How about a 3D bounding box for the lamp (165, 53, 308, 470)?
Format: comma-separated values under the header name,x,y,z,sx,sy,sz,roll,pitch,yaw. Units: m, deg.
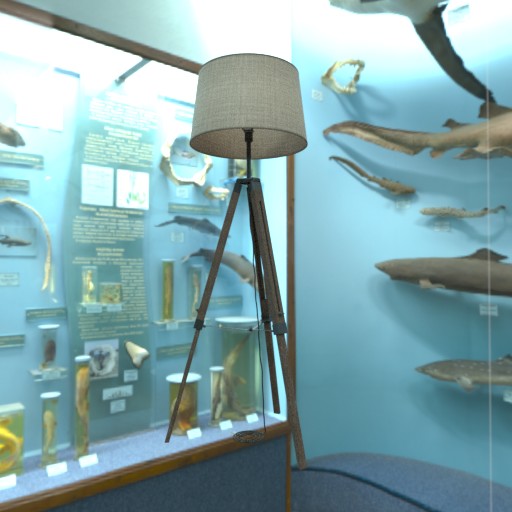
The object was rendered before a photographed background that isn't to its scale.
name,x,y,z,sx,sy,sz,roll,pitch,yaw
lamp,0.000,0.000,1.816,0.604,1.510,0.587,1,-1,-37
